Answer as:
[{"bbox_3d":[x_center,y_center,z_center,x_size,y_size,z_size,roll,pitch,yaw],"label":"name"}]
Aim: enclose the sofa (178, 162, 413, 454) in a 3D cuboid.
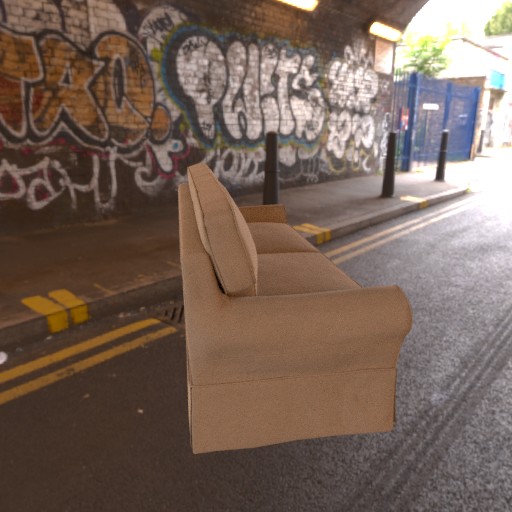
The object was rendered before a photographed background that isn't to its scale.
[{"bbox_3d":[0.000,0.000,2.698,0.900,1.014,2.246,-3,16,-9],"label":"sofa"}]
